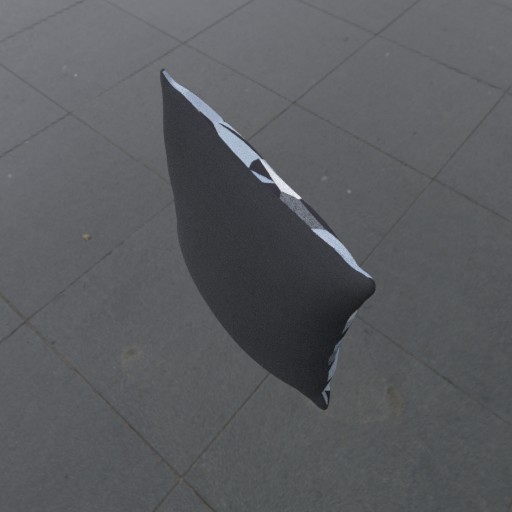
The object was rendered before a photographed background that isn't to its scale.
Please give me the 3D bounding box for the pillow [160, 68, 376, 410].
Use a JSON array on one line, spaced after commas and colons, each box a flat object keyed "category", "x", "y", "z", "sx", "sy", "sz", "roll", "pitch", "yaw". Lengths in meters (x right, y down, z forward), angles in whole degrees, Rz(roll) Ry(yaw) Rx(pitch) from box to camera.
[{"category": "pillow", "x": 0.000, "y": 0.000, "z": 0.795, "sx": 0.208, "sy": 0.496, "sz": 0.503, "roll": -30, "pitch": 62, "yaw": -18}]
